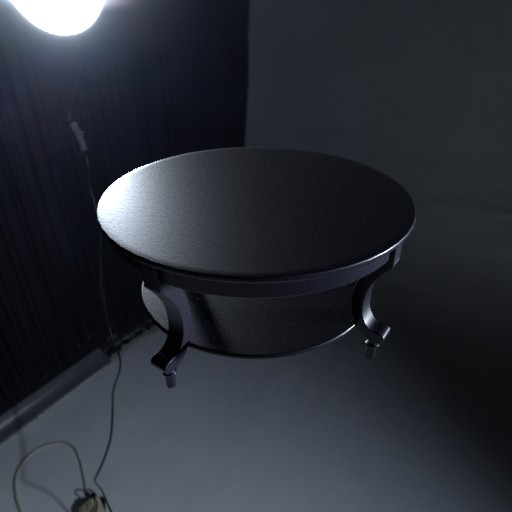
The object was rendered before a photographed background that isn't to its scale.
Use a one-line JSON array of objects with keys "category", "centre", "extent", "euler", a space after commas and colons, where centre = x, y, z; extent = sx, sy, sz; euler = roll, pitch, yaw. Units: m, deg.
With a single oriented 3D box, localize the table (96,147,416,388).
[{"category": "table", "centre": [0.000, 0.000, 1.609], "extent": [1.029, 0.491, 1.029], "euler": [0, 31, 0]}]
